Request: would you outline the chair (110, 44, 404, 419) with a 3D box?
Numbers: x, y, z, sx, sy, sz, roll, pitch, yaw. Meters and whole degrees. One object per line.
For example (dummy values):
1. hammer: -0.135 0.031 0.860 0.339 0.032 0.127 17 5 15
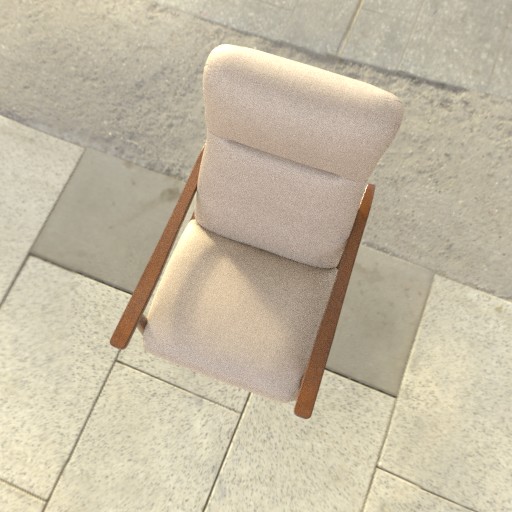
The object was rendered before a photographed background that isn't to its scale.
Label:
1. chair: 0.000 0.000 1.771 0.762 1.082 1.030 19 75 5
